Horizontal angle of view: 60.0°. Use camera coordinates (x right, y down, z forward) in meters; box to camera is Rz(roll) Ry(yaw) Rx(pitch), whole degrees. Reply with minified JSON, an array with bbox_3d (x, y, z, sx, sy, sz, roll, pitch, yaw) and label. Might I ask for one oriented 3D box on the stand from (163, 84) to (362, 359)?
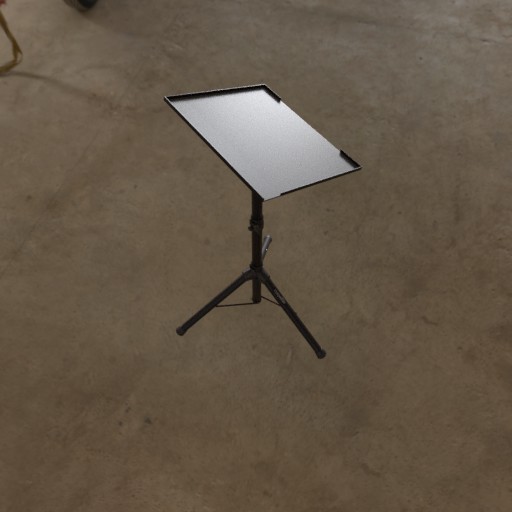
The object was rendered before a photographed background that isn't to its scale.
[{"bbox_3d":[0.000,0.000,1.669,0.702,1.198,0.702,-33,64,-18],"label":"stand"}]
